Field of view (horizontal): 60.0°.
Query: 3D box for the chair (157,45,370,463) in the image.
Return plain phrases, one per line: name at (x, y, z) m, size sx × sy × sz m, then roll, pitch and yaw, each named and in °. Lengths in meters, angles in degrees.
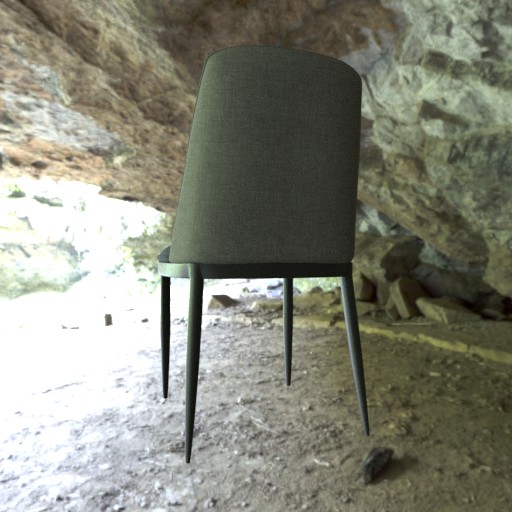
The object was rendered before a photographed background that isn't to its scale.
chair at (0.000, 0.000, 1.160) m, size 0.488 × 0.855 × 0.550 m, roll 0°, pitch 0°, yaw -19°
